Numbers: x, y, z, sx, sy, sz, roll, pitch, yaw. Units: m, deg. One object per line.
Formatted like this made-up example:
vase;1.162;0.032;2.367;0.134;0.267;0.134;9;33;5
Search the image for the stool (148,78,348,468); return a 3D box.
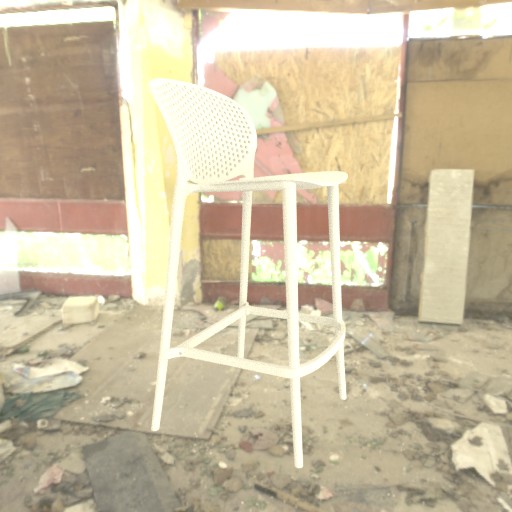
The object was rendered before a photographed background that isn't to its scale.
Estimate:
stool;0.000;0.000;1.365;0.535;1.045;0.536;7;15;28
